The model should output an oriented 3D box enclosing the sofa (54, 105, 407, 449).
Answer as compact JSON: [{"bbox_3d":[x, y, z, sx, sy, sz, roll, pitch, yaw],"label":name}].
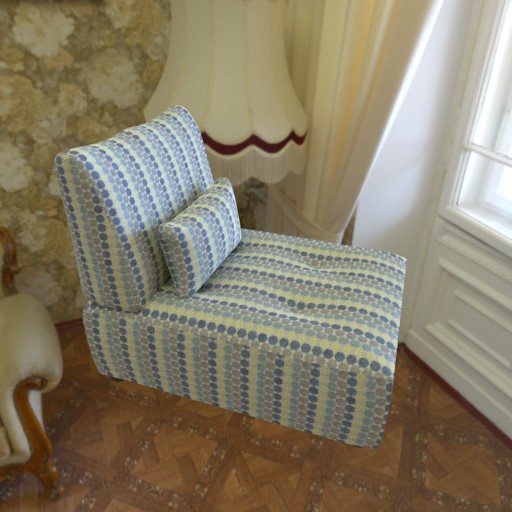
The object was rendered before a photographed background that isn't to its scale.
[{"bbox_3d":[0.000,0.000,1.521,1.000,0.820,0.700,10,32,17],"label":"sofa"}]
